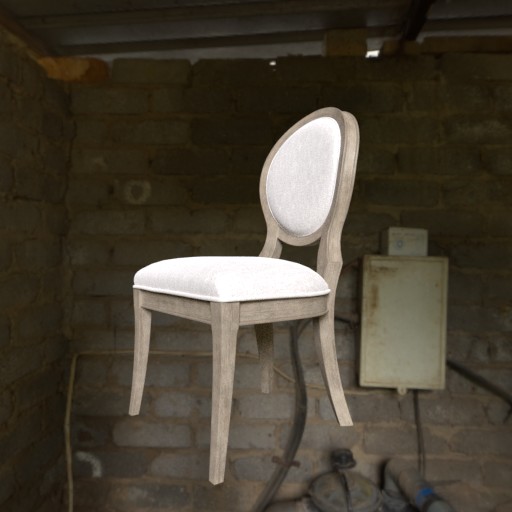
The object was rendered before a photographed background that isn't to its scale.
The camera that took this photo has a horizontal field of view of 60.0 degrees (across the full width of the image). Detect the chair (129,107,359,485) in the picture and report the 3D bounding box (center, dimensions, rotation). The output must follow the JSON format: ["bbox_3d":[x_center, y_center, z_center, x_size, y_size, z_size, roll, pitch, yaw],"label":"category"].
[{"bbox_3d":[0.000,0.000,1.349,0.602,0.990,0.558,0,0,-35],"label":"chair"}]
